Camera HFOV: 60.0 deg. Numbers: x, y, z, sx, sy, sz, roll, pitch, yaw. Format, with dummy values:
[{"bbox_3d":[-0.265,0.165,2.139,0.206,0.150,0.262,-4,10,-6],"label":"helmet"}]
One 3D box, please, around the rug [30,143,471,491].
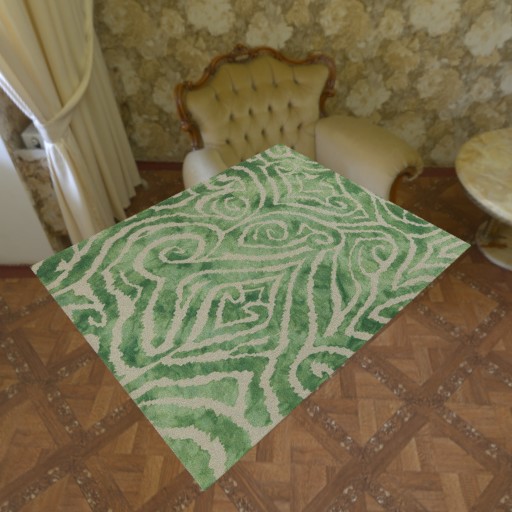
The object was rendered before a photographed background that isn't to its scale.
[{"bbox_3d":[0.000,0.000,3.911,3.045,0.007,2.436,-33,53,-29],"label":"rug"}]
